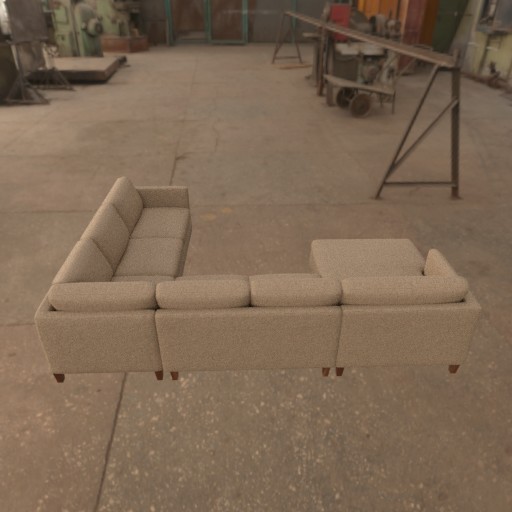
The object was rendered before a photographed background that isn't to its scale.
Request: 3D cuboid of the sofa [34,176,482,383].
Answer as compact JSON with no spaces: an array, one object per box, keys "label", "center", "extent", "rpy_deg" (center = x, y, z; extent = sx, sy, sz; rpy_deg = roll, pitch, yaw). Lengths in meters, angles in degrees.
[{"label":"sofa","center":[0.000,0.000,4.493],"extent":[3.403,0.889,2.551],"rpy_deg":[-1,31,-2]}]
